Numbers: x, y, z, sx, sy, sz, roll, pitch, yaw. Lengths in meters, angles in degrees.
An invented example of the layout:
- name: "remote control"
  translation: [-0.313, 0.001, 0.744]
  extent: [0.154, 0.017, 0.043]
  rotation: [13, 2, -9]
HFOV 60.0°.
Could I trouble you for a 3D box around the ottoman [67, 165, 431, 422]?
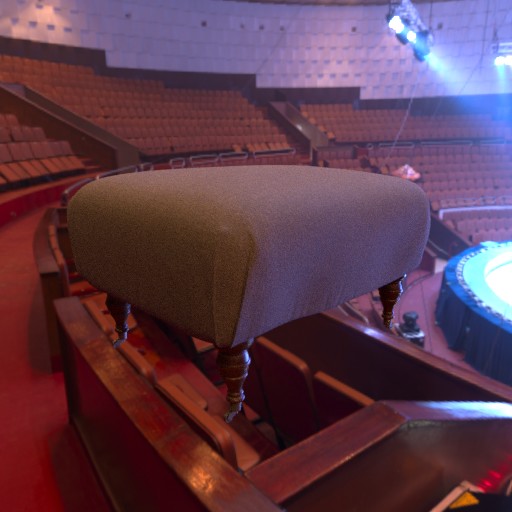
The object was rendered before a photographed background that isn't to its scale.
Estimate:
- name: "ottoman"
  translation: [0.000, 0.000, 1.135]
  extent: [0.747, 0.450, 0.622]
  rotation: [-14, 20, -43]
